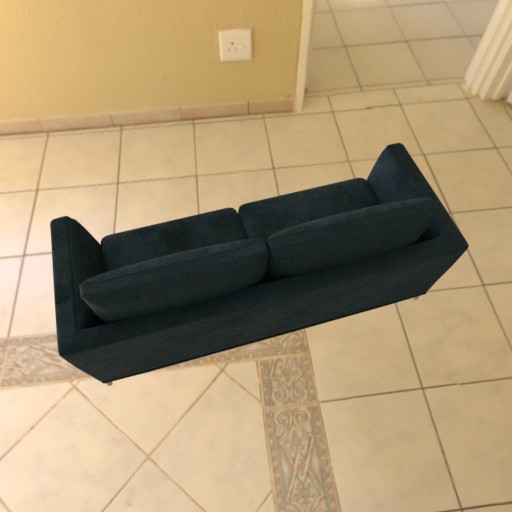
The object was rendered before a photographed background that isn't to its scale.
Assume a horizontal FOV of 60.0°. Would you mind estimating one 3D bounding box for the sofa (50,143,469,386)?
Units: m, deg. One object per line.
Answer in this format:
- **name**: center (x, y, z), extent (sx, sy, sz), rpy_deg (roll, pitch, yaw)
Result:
- **sofa**: center (0.000, 0.000, 2.684), extent (2.212, 0.998, 0.853), rpy_deg (-14, 59, -9)
